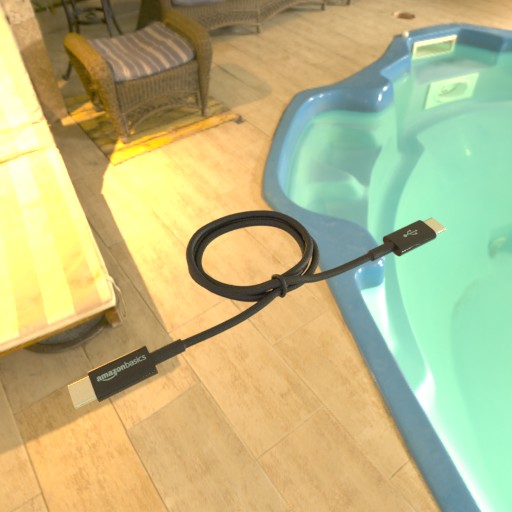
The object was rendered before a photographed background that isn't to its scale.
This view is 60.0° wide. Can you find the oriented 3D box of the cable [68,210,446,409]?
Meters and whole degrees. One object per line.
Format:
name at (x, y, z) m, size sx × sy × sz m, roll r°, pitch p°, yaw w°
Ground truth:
cable at (0.000, 0.000, 0.226) m, size 0.203 × 0.014 × 0.070 m, roll -23°, pitch 51°, yaw -20°
